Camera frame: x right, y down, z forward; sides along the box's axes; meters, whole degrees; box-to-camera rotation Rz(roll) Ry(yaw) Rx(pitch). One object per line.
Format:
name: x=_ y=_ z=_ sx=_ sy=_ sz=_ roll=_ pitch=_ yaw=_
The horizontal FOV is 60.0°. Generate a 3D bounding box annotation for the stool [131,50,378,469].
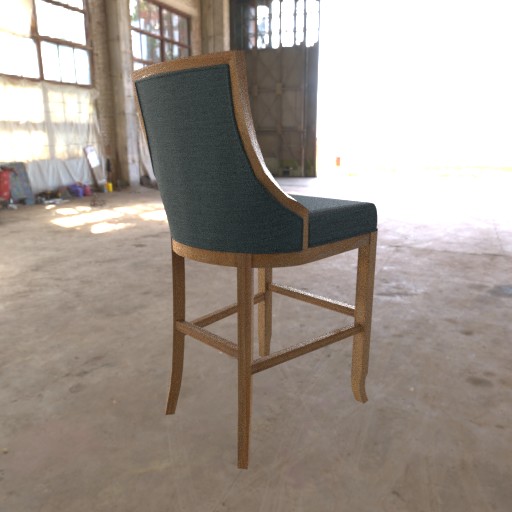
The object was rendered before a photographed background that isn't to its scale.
stool: x=0.000 y=0.000 z=1.430 sx=0.524 sy=1.101 sz=0.626 roll=14 pitch=20 yaw=43
